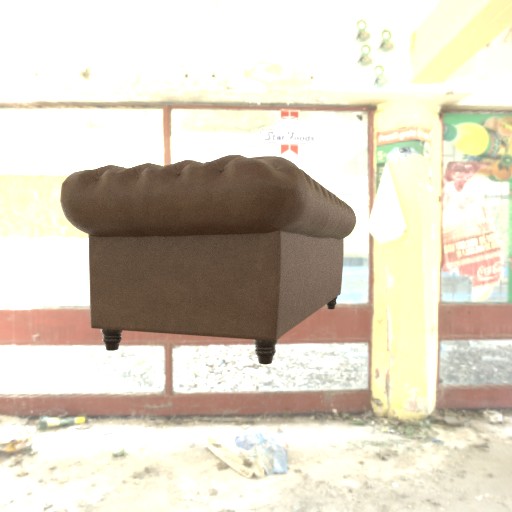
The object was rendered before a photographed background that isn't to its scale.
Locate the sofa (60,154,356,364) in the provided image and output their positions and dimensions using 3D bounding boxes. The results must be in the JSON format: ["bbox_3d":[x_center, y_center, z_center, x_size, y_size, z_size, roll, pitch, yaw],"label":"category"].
[{"bbox_3d":[0.000,0.000,2.521,0.955,0.784,2.048,0,1,19],"label":"sofa"}]
